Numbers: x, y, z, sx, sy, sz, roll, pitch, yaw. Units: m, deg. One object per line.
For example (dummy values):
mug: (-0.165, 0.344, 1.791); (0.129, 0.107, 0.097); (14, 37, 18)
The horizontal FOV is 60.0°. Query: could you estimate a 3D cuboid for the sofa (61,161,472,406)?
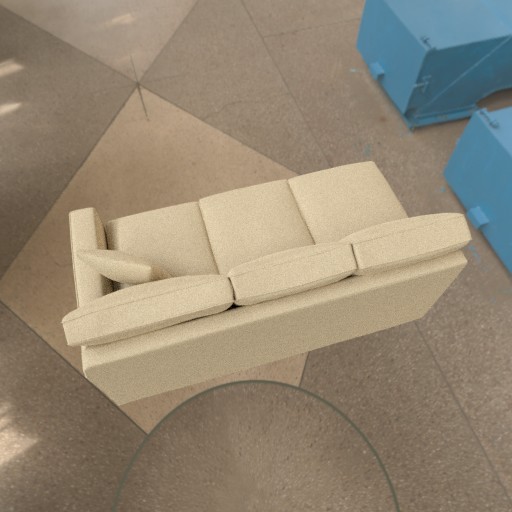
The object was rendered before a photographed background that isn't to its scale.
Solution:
sofa: (0.000, 0.000, 2.581); (1.963, 0.946, 1.034); (-14, 60, -8)
